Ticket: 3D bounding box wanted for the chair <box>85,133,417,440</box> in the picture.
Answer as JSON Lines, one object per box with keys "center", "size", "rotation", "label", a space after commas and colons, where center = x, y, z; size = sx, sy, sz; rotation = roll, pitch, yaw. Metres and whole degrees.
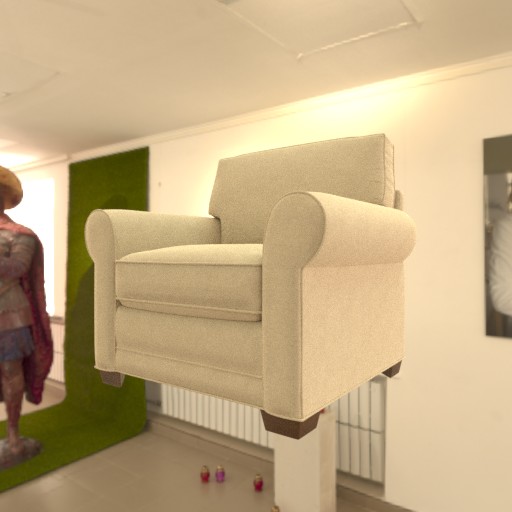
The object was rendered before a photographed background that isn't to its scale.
{"center": [0.000, 0.000, 1.728], "size": [1.040, 0.955, 0.863], "rotation": [1, 1, 36], "label": "chair"}
